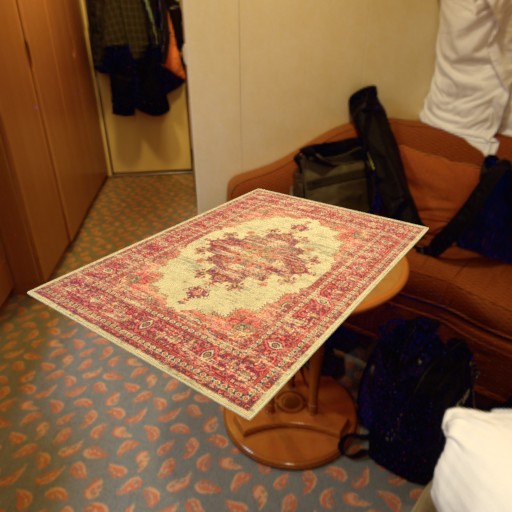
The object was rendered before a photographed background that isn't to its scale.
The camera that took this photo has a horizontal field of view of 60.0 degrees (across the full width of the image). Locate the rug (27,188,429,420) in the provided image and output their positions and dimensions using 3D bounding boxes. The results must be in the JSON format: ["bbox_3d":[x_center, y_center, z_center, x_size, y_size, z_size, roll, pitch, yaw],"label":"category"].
[{"bbox_3d":[0.000,0.000,3.705,2.005,0.014,2.878,18,32,31],"label":"rug"}]
